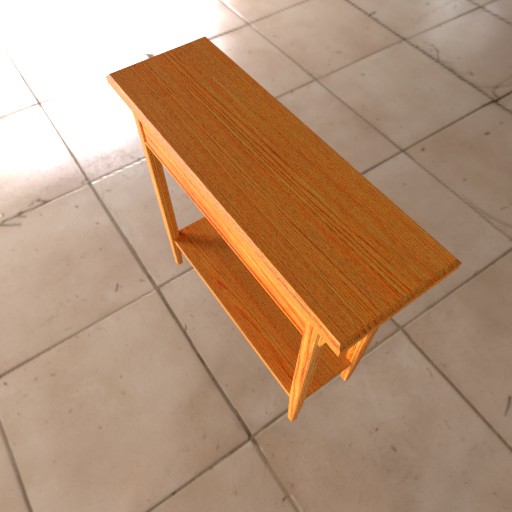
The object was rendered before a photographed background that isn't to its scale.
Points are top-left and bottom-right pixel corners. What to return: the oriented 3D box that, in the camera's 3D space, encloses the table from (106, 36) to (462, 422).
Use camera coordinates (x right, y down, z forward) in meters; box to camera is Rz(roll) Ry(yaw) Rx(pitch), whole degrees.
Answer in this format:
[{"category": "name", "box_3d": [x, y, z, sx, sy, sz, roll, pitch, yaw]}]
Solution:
[{"category": "table", "box_3d": [0.000, 0.000, 1.118, 0.254, 0.711, 0.762, -31, 62, -18]}]
